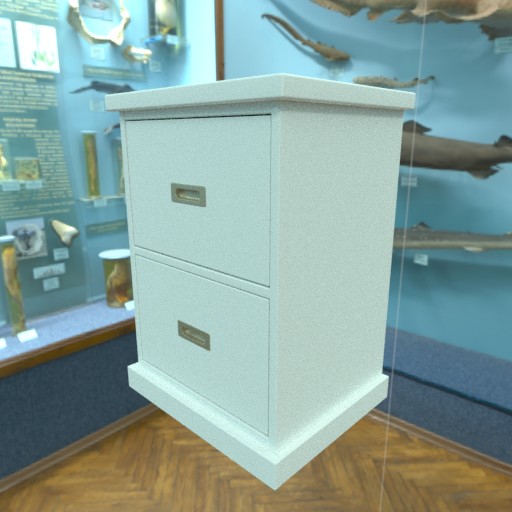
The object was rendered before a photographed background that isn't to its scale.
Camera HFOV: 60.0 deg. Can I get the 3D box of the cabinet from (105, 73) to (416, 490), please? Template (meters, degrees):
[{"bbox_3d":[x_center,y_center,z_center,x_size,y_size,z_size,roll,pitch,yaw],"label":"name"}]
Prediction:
[{"bbox_3d":[0.000,0.000,1.049,0.520,0.723,0.431,14,21,42],"label":"cabinet"}]
